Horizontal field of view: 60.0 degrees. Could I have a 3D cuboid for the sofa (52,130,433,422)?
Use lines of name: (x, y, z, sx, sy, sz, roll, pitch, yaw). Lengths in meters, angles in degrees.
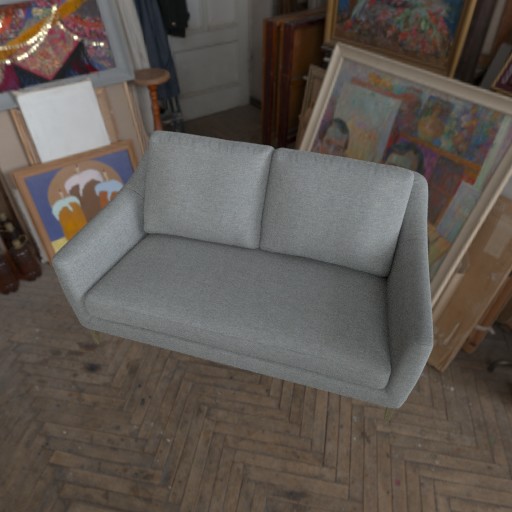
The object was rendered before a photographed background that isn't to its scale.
sofa: (0.000, 0.000, 2.194, 1.619, 0.904, 0.960, 11, 42, 13)
